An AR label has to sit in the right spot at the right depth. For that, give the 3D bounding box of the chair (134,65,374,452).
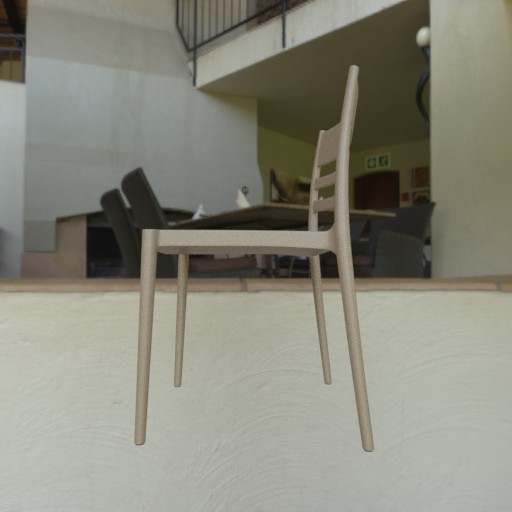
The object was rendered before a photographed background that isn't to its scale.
[{"bbox_3d":[0.000,0.000,1.163,0.511,0.800,0.531,0,-1,0],"label":"chair"}]
